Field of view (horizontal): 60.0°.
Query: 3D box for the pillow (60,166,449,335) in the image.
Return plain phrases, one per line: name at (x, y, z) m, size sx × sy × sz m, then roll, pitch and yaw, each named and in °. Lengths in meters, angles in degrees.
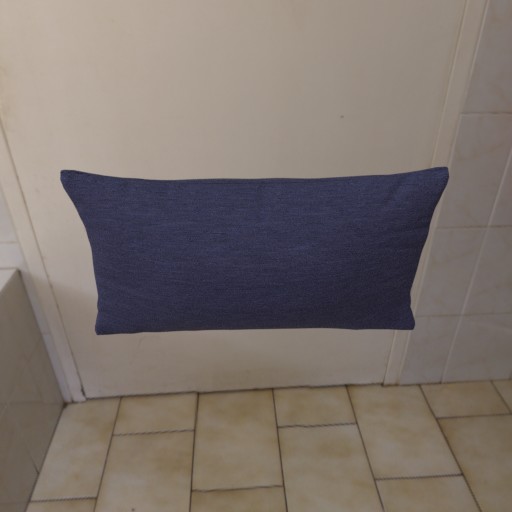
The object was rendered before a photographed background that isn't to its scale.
pillow at (0.000, 0.000, 0.806) m, size 0.633 × 0.338 × 0.210 m, roll -1°, pitch 32°, yaw -1°
